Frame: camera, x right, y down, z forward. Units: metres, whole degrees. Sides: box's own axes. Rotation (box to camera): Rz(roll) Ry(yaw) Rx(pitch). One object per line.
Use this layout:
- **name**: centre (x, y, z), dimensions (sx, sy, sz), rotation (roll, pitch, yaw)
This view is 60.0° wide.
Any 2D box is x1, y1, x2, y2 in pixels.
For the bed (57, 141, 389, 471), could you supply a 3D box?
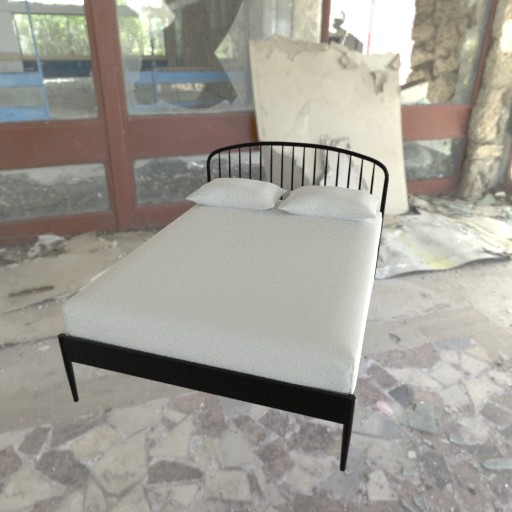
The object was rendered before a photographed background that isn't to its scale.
- **bed**: centre (0.000, 0.000, 3.082), dimensions (1.618, 1.166, 2.159), rotation (8, 27, 16)
